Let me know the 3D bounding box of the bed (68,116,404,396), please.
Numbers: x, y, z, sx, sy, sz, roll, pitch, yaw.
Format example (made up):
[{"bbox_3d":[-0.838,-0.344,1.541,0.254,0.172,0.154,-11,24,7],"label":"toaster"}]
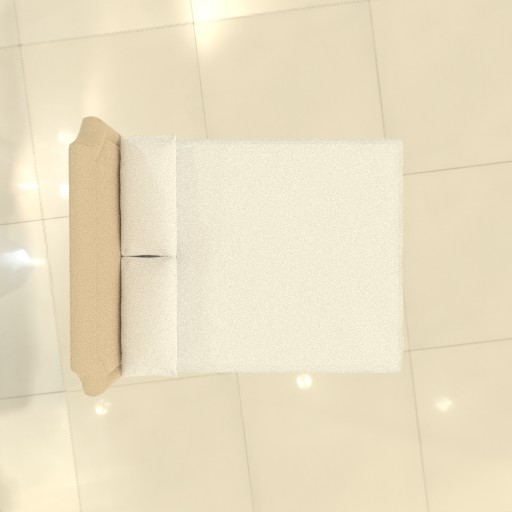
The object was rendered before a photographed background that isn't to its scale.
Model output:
[{"bbox_3d":[0.000,0.000,3.742,2.548,1.524,2.134,0,91,1],"label":"bed"}]
